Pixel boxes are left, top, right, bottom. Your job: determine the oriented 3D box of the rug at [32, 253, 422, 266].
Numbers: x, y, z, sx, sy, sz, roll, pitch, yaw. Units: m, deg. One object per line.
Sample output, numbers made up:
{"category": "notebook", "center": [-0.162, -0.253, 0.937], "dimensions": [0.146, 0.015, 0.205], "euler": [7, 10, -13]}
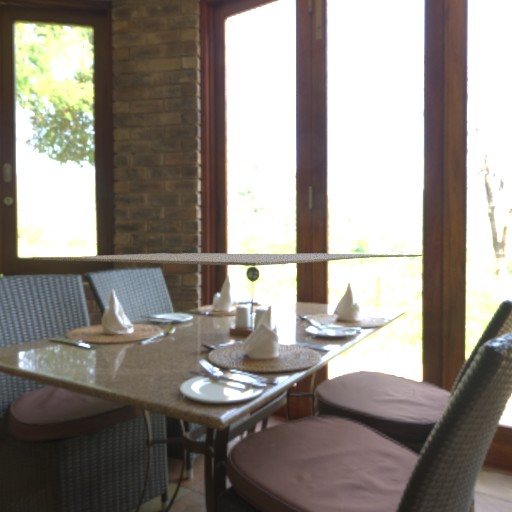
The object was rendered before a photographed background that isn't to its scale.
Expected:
{"category": "rug", "center": [0.000, 0.000, 3.840], "dimensions": [2.032, 0.038, 2.869], "euler": [1, 1, 36]}
